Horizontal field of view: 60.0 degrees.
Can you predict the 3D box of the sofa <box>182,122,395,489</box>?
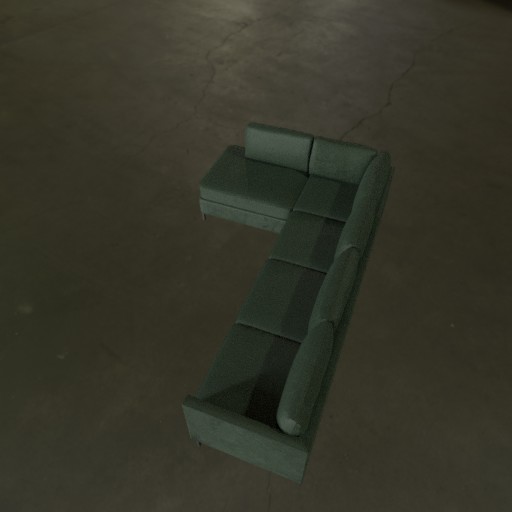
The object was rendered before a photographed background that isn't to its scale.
[{"bbox_3d":[0.000,0.000,4.309,2.048,0.996,3.384,16,48,15],"label":"sofa"}]
